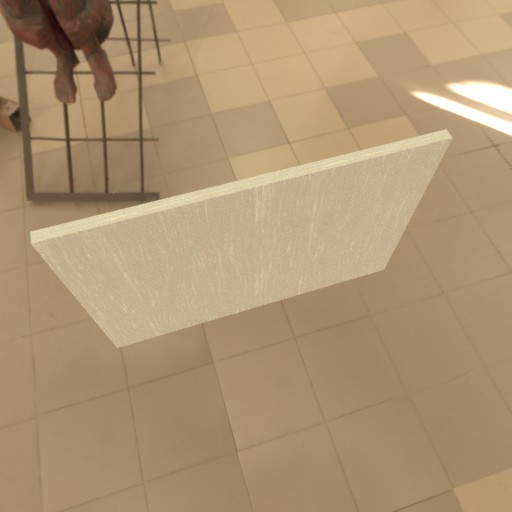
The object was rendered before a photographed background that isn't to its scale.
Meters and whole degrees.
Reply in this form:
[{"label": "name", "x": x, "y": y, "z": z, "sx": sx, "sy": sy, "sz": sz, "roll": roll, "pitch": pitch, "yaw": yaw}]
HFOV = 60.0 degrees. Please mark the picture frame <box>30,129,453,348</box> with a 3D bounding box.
[{"label": "picture frame", "x": 0.000, "y": 0.000, "z": 1.239, "sx": 0.950, "sy": 0.640, "sz": 0.029, "roll": -15, "pitch": 61, "yaw": -9}]
